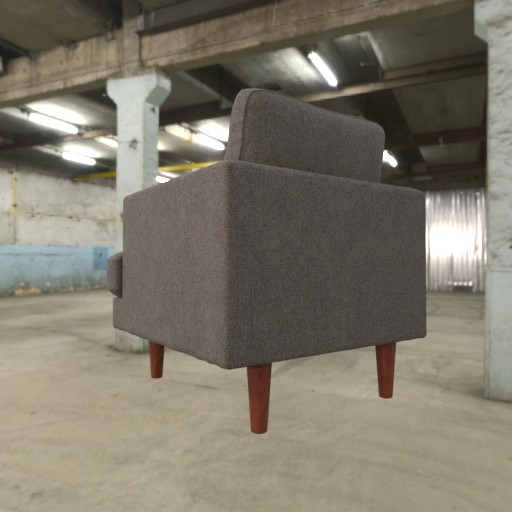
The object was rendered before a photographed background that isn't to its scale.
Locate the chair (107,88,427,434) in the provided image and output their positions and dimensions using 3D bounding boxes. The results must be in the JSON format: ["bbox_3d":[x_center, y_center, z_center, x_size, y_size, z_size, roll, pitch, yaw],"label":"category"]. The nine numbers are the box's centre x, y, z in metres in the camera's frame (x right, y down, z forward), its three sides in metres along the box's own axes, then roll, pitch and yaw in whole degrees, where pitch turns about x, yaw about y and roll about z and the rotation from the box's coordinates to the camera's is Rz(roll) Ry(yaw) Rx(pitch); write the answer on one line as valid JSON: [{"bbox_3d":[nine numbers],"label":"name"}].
[{"bbox_3d":[0.000,0.000,1.655,0.858,0.957,0.899,1,-1,-35],"label":"chair"}]
